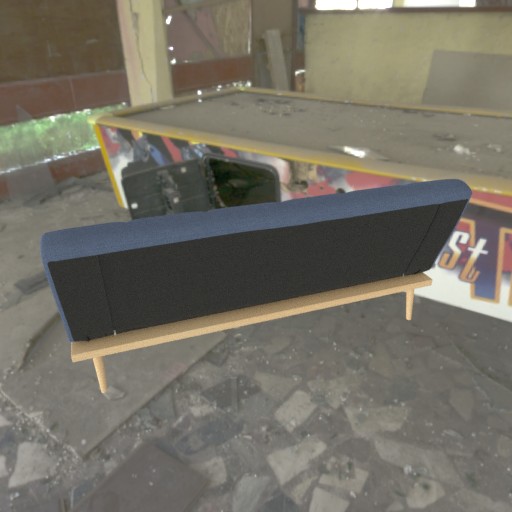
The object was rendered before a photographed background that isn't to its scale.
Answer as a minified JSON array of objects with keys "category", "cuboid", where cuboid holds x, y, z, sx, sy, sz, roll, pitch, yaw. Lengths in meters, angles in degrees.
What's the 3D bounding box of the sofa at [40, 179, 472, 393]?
[{"category":"sofa","cuboid":[0.000,0.000,2.190,1.800,0.800,0.796,-10,30,-17]}]
